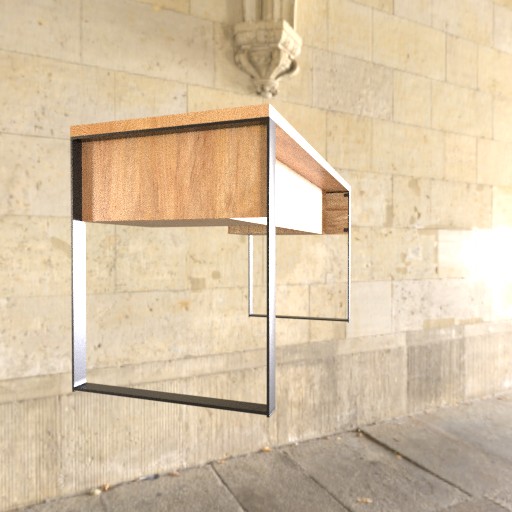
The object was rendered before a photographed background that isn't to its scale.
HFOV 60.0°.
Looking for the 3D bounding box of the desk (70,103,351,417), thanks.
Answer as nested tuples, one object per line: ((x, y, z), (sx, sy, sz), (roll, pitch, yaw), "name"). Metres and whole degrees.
((0.000, 0.000, 1.888), (0.600, 0.760, 1.520), (0, 1, 19), "desk")
